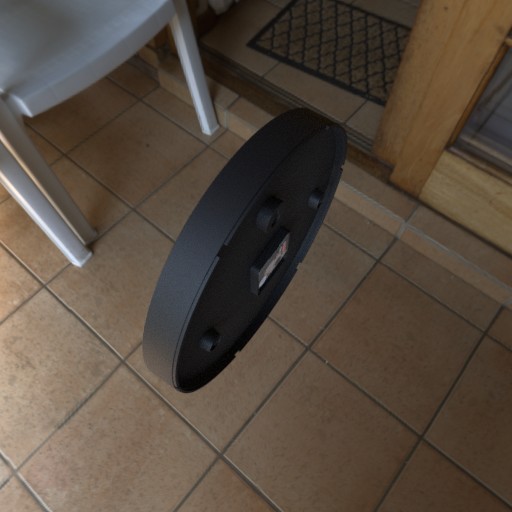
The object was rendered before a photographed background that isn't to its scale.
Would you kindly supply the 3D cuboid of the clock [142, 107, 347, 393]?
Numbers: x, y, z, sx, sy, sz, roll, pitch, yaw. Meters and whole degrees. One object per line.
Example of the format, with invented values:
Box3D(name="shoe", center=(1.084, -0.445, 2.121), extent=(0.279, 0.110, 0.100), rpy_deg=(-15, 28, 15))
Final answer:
Box3D(name="clock", center=(0.000, 0.000, 0.443), extent=(0.040, 0.293, 0.293), rpy_deg=(31, 66, 15))
